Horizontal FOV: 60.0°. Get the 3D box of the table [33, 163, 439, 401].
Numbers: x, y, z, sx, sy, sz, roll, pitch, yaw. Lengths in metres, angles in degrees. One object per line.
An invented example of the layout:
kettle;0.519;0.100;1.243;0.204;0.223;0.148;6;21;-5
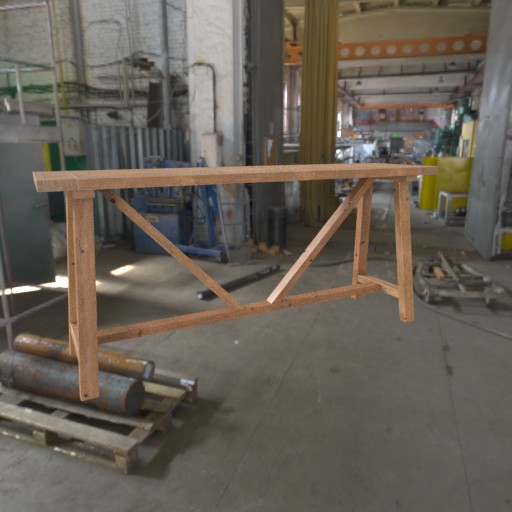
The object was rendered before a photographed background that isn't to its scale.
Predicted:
table;0.000;0.000;2.099;1.800;0.810;0.465;-7;16;-26
